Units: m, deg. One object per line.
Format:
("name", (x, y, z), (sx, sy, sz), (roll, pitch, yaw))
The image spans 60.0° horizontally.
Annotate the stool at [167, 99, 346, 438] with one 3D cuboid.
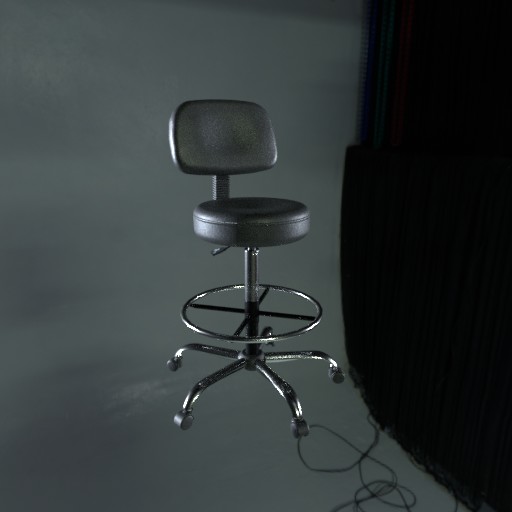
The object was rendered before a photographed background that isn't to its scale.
("stool", (0.000, 0.000, 1.554), (0.694, 1.069, 0.658), (-8, 18, -27))
